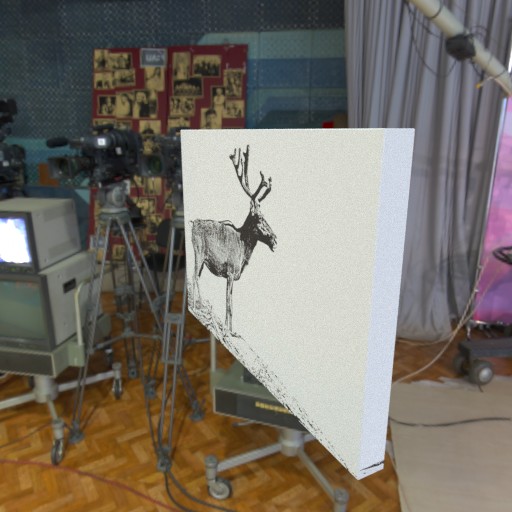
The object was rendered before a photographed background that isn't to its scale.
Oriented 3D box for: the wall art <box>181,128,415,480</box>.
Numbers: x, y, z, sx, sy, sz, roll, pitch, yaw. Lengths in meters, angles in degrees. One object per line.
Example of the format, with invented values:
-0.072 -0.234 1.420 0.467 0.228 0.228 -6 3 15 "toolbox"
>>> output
0.000 0.000 0.754 0.042 0.414 0.608 -8 18 -27 "wall art"
